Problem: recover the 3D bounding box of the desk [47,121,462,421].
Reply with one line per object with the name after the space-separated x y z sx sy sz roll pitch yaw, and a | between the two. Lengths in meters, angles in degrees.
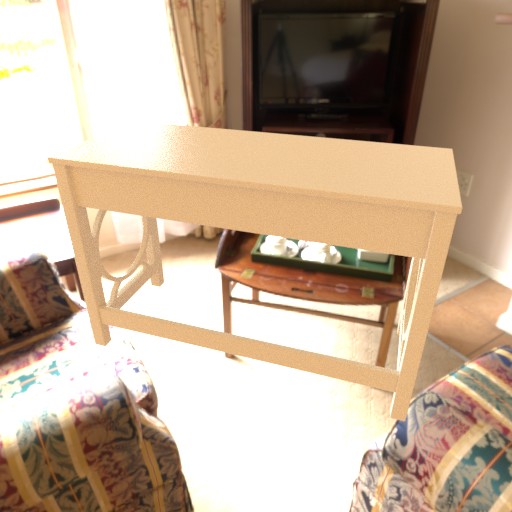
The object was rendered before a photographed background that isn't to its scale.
0.000 0.000 1.602 1.191 0.762 0.504 10 32 16 | desk
